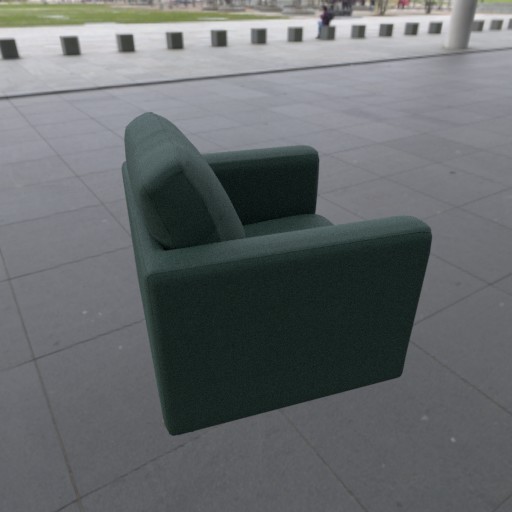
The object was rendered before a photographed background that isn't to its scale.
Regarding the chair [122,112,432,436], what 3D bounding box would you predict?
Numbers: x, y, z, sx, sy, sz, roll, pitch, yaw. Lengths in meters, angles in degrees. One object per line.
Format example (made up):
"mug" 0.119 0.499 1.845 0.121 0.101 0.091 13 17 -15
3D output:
"chair" 0.000 0.000 1.544 0.800 0.927 0.855 -9 32 -16
